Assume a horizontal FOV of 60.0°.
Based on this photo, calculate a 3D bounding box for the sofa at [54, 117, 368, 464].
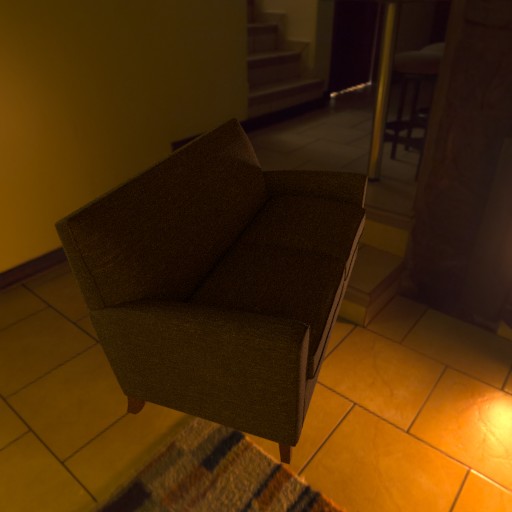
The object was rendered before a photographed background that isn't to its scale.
[{"bbox_3d":[0.000,0.000,2.088,0.867,0.905,1.509,10,32,17],"label":"sofa"}]
